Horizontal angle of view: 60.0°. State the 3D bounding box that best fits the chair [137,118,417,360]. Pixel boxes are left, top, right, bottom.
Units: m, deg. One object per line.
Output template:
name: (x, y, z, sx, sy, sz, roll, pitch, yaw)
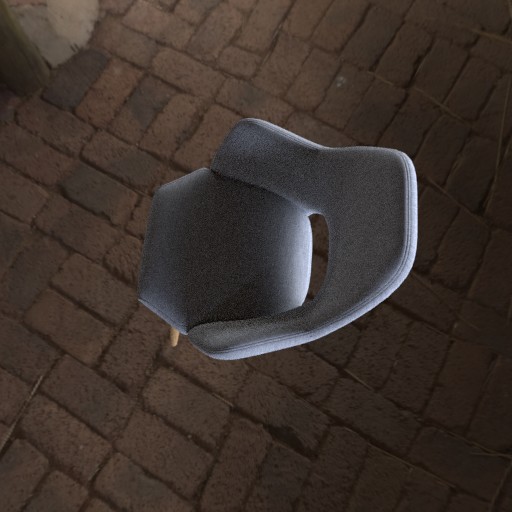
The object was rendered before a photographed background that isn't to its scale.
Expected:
chair: (0.000, 0.000, 1.227, 0.610, 0.840, 0.590, 5, 74, 1)
